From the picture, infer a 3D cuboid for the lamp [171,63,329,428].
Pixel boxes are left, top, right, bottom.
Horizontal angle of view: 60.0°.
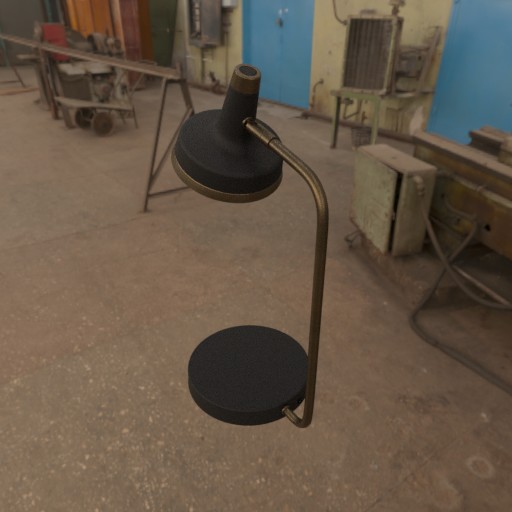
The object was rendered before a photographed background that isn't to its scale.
[{"bbox_3d":[0.000,0.000,0.485,0.162,0.385,0.218,-18,34,-29],"label":"lamp"}]
